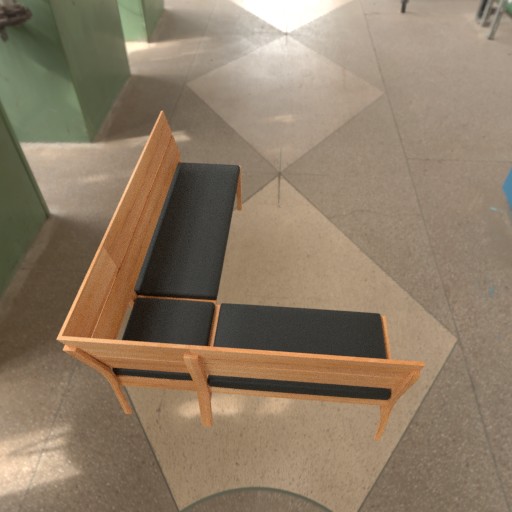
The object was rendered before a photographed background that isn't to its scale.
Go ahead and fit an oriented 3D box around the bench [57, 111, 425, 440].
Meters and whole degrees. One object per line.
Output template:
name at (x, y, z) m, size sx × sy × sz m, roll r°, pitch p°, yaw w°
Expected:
bench at (0.000, 0.000, 2.834) m, size 1.548 × 0.890 × 1.948 m, roll 3°, pitch 47°, yaw 3°
